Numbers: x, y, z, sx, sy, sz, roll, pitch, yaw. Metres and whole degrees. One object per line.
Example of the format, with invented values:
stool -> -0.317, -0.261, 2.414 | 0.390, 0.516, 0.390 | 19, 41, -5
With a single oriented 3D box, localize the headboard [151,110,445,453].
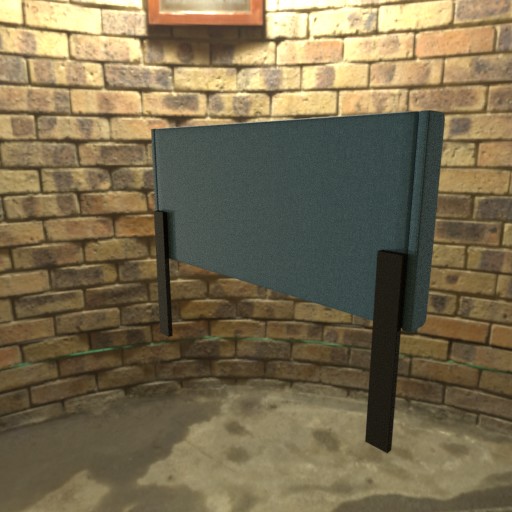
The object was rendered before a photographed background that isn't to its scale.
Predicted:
headboard -> 0.000, 0.000, 2.637 | 0.184, 1.524, 2.051 | -12, 18, -42
